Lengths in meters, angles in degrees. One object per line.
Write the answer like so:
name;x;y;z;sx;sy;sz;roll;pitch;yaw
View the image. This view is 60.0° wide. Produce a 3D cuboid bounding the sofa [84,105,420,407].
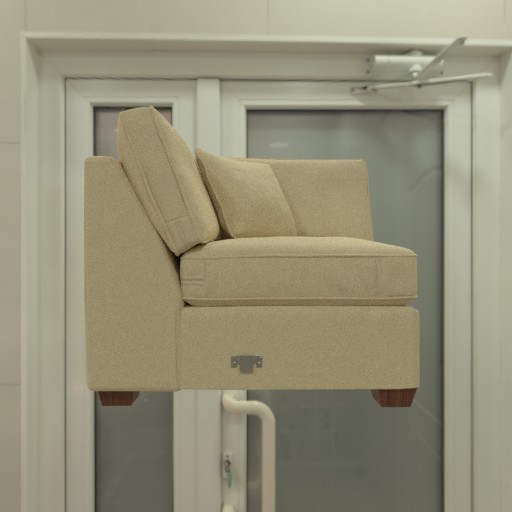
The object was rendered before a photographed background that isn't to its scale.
sofa;0.000;0.000;1.949;1.146;1.002;1.084;0;0;-1
